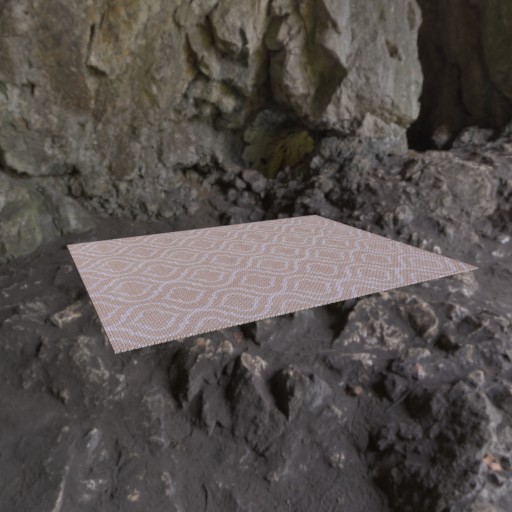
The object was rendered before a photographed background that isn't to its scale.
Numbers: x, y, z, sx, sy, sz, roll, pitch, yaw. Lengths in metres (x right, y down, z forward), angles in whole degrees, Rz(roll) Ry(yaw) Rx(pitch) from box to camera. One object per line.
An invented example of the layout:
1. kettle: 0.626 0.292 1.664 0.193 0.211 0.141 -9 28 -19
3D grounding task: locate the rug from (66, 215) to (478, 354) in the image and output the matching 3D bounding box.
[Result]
1. rug: 0.000 0.000 3.927 2.894 0.013 2.286 -9 20 -27
